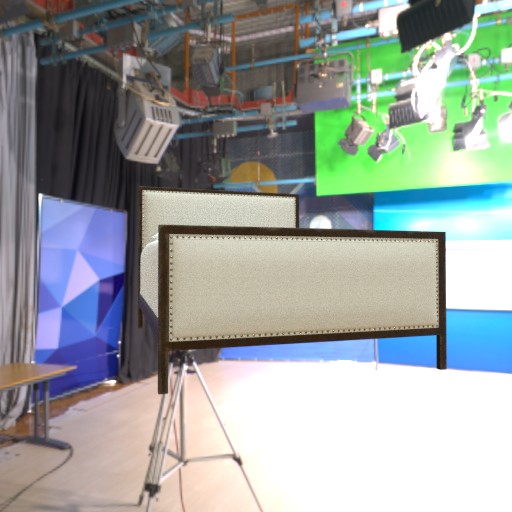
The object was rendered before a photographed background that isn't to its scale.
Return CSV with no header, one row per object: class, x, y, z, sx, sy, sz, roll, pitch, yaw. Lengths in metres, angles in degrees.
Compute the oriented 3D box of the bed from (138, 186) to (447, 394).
bed,0.000,0.000,3.308,1.607,1.313,2.221,0,-1,-17
